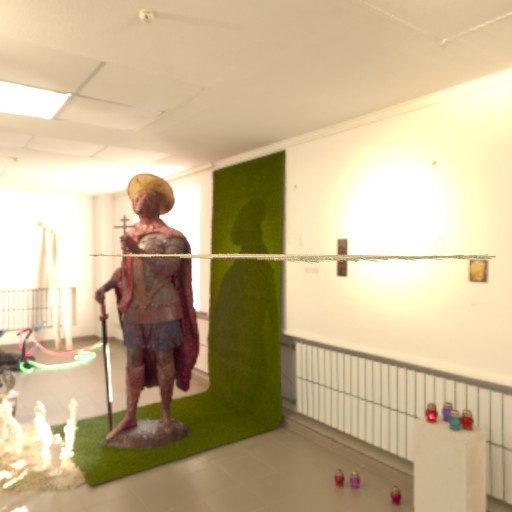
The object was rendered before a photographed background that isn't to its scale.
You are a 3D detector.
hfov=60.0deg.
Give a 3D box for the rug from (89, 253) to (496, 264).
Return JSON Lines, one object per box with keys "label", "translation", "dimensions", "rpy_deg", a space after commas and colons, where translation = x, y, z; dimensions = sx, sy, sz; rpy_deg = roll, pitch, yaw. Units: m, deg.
{"label": "rug", "translation": [0.000, 0.000, 2.436], "dimensions": [1.224, 0.027, 2.021], "rpy_deg": [0, 1, -36]}
